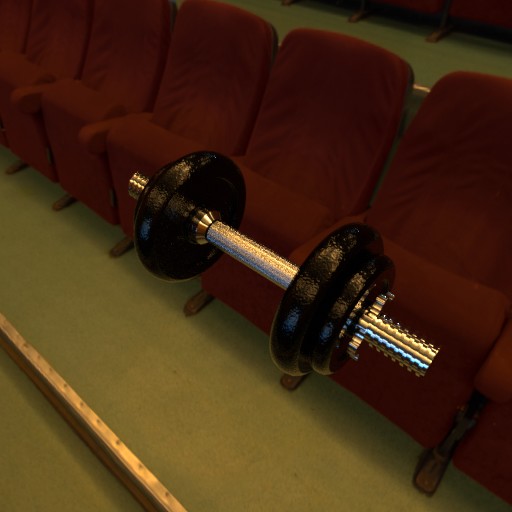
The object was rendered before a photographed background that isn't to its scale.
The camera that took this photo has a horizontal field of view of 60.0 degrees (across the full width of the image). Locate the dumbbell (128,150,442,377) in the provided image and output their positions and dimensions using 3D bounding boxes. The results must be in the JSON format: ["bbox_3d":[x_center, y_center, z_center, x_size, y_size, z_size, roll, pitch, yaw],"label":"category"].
[{"bbox_3d":[0.000,0.000,0.588,0.497,0.202,0.202,31,53,28],"label":"dumbbell"}]
